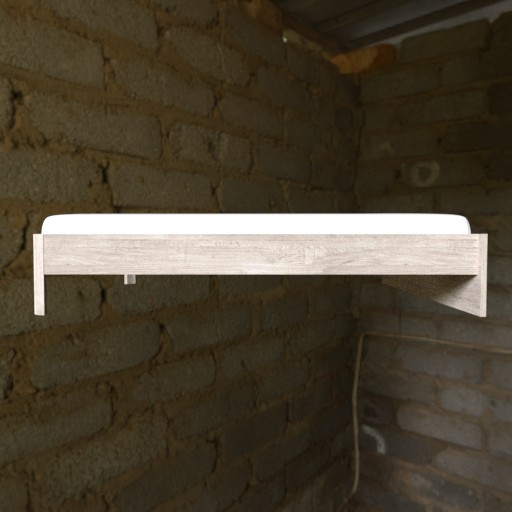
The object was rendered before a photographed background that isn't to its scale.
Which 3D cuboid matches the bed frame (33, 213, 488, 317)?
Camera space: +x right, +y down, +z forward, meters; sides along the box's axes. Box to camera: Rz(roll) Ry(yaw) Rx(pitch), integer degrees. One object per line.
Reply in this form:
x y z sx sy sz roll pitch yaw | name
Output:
0.000 0.000 2.613 1.950 0.462 1.490 0 2 0 | bed frame
